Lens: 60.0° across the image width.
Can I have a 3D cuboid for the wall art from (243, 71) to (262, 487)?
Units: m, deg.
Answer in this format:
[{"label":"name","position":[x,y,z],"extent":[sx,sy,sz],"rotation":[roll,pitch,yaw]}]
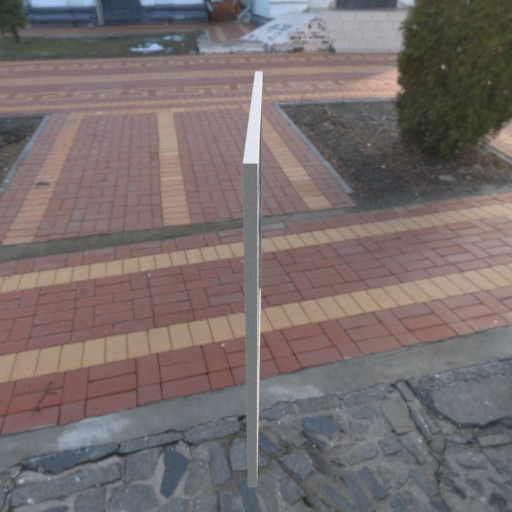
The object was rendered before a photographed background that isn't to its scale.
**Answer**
[{"label":"wall art","position":[0.000,0.000,0.678],"extent":[0.012,0.457,0.457],"rotation":[1,31,1]}]
